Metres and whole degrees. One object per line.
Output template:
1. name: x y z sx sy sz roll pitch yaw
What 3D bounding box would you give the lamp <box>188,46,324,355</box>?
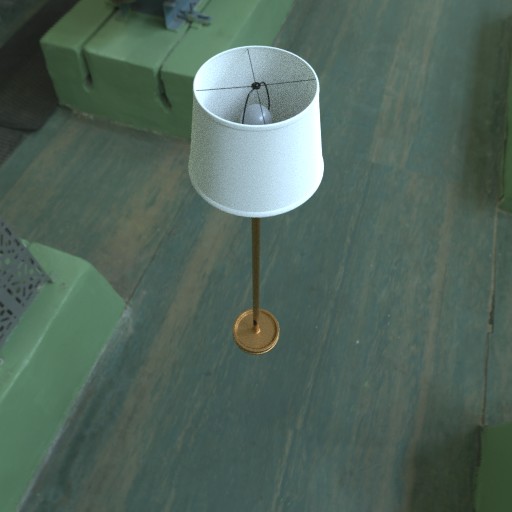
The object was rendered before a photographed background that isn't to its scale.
1. lamp: 0.000 0.000 0.783 0.178 0.710 0.178 0 58 0
